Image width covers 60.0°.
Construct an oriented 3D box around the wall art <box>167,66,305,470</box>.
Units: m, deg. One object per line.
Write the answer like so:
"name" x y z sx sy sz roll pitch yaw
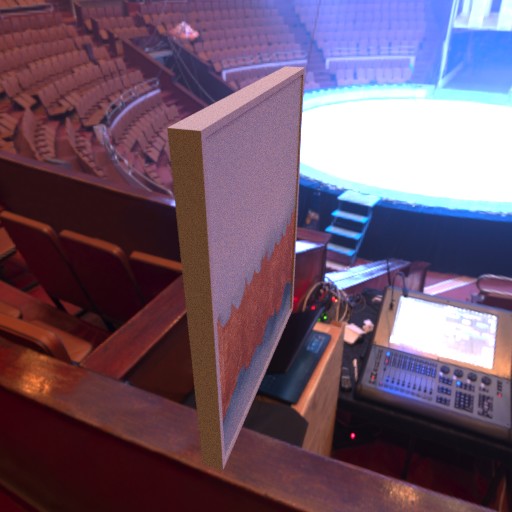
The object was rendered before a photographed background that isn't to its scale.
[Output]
"wall art" 0.000 0.000 0.772 0.039 0.553 0.451 10 32 16
